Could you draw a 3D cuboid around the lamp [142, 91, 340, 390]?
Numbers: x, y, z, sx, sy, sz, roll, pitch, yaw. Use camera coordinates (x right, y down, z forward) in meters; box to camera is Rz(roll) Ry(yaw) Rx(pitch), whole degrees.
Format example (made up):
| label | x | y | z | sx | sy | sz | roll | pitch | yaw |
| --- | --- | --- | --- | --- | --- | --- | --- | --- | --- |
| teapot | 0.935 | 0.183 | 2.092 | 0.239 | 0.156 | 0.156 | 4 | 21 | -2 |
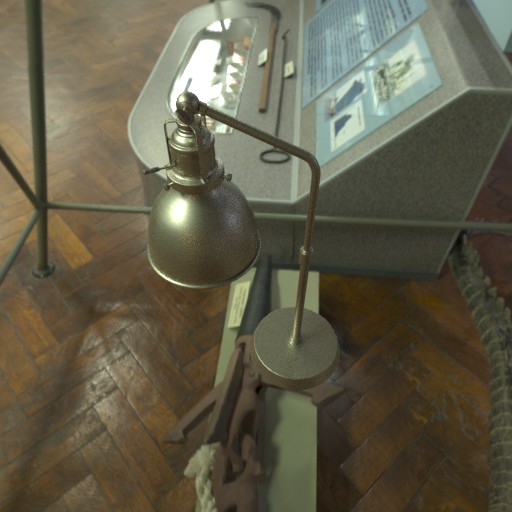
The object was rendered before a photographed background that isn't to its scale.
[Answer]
| label | x | y | z | sx | sy | sz | roll | pitch | yaw |
| --- | --- | --- | --- | --- | --- | --- | --- | --- | --- |
| lamp | 0.000 | 0.000 | 0.592 | 0.286 | 0.456 | 0.153 | 4 | 48 | 3 |
